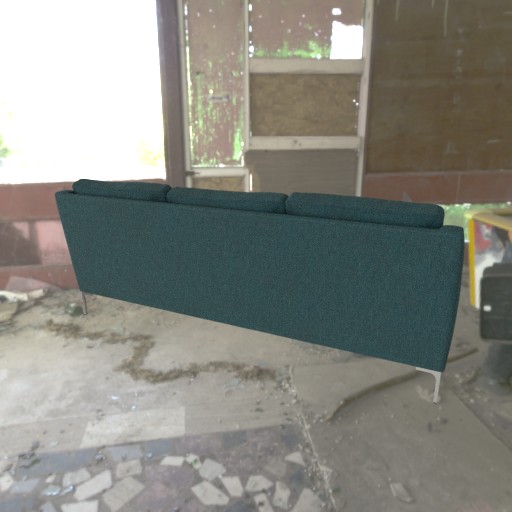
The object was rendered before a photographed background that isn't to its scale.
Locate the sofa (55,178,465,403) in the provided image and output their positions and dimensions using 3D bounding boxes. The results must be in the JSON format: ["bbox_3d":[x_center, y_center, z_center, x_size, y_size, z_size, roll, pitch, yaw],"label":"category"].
[{"bbox_3d":[0.000,0.000,2.430,2.060,0.837,0.849,8,19,25],"label":"sofa"}]
